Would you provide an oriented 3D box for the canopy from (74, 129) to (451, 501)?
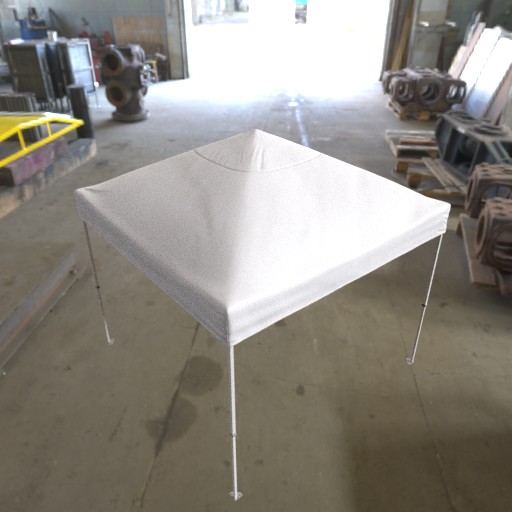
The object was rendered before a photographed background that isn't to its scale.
[{"bbox_3d":[0.000,0.000,5.285,2.996,2.997,2.998,-22,37,-33],"label":"canopy"}]
